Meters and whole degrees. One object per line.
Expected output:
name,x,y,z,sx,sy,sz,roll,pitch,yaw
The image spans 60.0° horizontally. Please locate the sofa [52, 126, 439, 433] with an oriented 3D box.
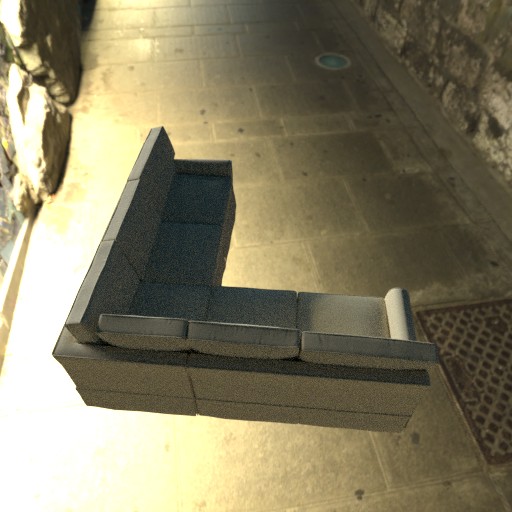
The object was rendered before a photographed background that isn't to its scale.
sofa,0.000,0.000,4.005,2.591,1.070,2.597,4,48,3
